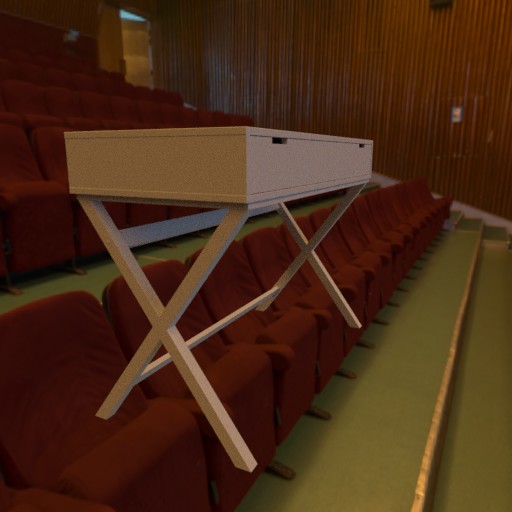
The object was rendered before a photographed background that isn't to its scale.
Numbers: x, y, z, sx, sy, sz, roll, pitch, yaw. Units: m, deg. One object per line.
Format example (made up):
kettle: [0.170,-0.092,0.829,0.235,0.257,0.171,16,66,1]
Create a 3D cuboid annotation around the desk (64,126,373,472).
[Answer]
desk: [0.000,0.000,1.509,0.509,0.780,1.059,7,15,27]
